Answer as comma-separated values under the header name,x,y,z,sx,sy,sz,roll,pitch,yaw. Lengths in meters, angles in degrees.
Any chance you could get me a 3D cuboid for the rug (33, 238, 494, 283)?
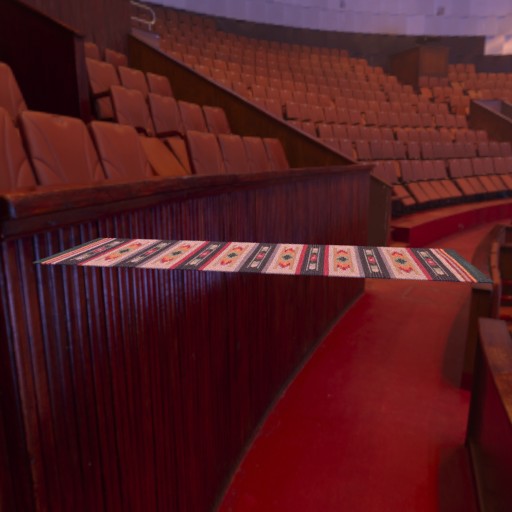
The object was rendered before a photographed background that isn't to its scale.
name,x,y,z,sx,sy,sz,roll,pitch,yaw
rug,0.000,0.000,2.677,2.440,0.009,0.760,2,13,9
